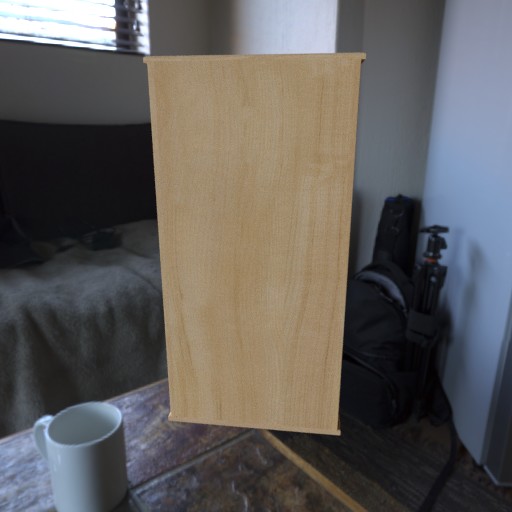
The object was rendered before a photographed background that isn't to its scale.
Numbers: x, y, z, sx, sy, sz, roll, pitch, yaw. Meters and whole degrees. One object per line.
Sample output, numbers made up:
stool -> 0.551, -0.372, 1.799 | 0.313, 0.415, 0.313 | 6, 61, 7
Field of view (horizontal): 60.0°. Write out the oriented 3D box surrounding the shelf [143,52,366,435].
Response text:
shelf -> 0.000, 0.000, 1.259 | 0.520, 1.030, 0.175 | 2, 17, 7
